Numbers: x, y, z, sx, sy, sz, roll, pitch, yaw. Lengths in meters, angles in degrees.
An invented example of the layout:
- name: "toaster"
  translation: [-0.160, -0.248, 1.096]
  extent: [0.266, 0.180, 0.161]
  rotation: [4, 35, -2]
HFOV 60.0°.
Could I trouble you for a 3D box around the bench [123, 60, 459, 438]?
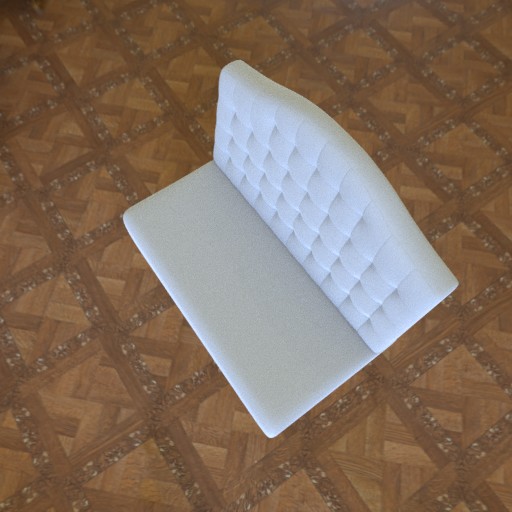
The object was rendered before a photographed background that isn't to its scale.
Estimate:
- name: "bench"
  translation: [0.000, 0.000, 2.047]
  extent: [0.815, 1.180, 1.335]
  rotation: [-33, 69, -14]
